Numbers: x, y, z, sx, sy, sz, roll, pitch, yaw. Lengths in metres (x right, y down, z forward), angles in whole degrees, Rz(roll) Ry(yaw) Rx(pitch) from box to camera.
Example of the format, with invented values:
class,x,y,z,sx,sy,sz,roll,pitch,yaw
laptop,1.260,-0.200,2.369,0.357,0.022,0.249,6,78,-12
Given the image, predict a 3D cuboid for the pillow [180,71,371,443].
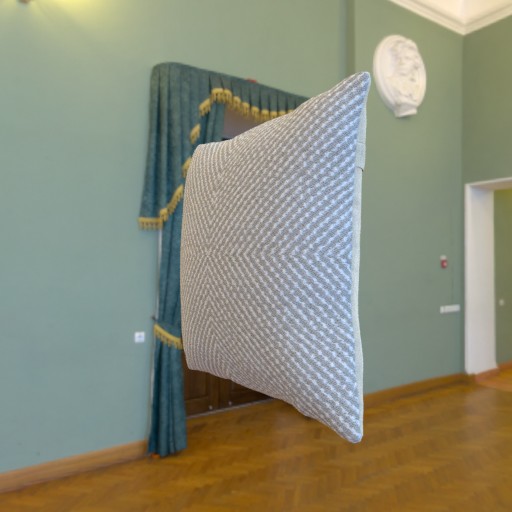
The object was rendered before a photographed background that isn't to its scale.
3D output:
class,x,y,z,sx,sy,sz,roll,pitch,yaw
pillow,0.000,0.000,0.724,0.181,0.458,0.459,0,0,-35
